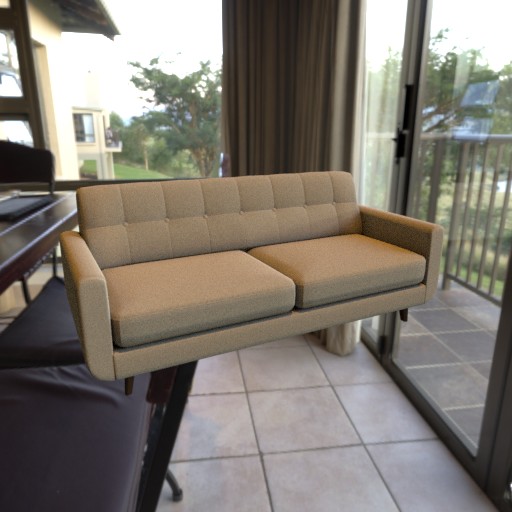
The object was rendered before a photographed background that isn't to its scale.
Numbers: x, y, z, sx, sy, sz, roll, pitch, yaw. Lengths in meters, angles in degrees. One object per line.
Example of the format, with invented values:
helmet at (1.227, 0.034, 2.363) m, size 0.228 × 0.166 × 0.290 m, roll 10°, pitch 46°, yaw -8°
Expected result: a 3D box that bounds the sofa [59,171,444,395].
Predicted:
sofa at (0.000, 0.000, 2.709) m, size 2.137 × 0.892 × 0.980 m, roll -8°, pitch 19°, yaw -26°
